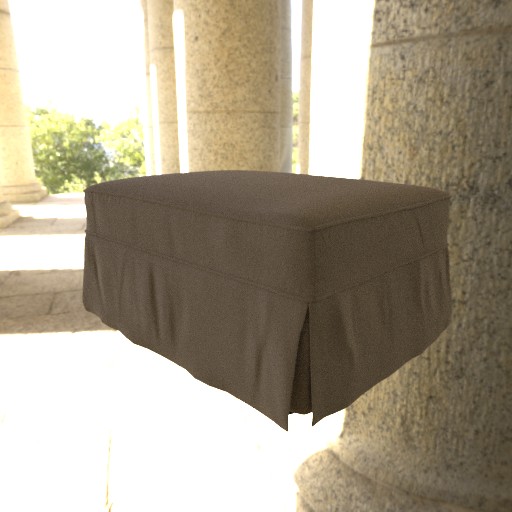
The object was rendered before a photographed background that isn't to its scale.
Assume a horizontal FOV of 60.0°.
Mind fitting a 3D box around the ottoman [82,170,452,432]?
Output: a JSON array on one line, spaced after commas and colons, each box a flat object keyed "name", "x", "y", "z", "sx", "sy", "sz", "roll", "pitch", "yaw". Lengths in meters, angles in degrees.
[{"name": "ottoman", "x": 0.000, "y": 0.000, "z": 1.332, "sx": 0.959, "sy": 0.482, "sz": 0.721, "roll": 14, "pitch": 21, "yaw": 42}]
